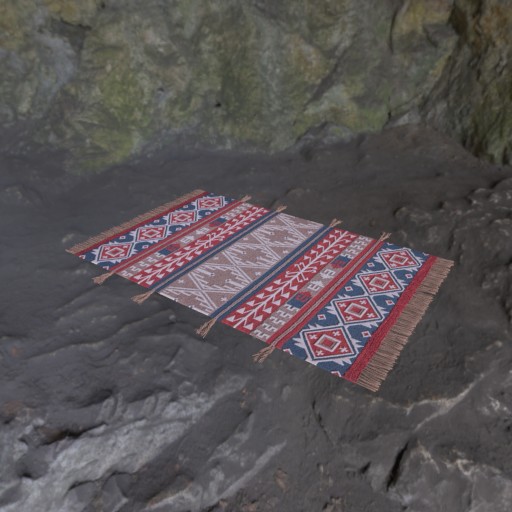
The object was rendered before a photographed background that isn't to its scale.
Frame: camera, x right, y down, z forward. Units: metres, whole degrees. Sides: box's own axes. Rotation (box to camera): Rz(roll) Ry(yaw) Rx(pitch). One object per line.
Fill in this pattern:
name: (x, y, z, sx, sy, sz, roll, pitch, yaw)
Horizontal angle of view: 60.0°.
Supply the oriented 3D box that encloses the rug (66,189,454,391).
rug: (0.000, 0.000, 2.673, 2.025, 0.040, 1.469, 19, 35, 30)
